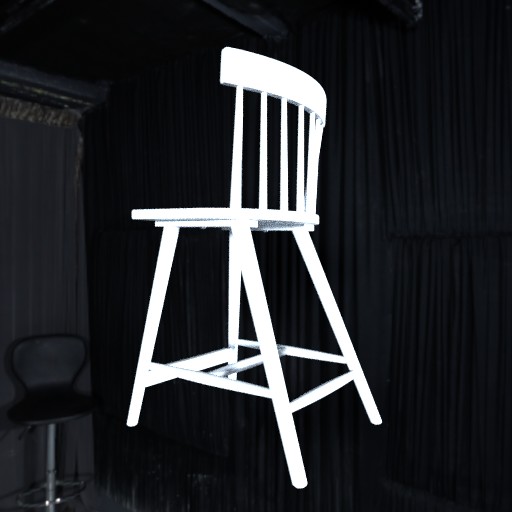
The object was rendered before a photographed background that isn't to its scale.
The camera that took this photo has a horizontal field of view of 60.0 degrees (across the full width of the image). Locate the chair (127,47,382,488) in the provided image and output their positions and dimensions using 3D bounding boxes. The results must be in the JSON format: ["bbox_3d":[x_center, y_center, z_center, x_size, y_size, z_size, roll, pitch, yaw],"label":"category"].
[{"bbox_3d":[0.000,0.000,1.249,0.572,0.952,0.483,1,1,37],"label":"chair"}]
